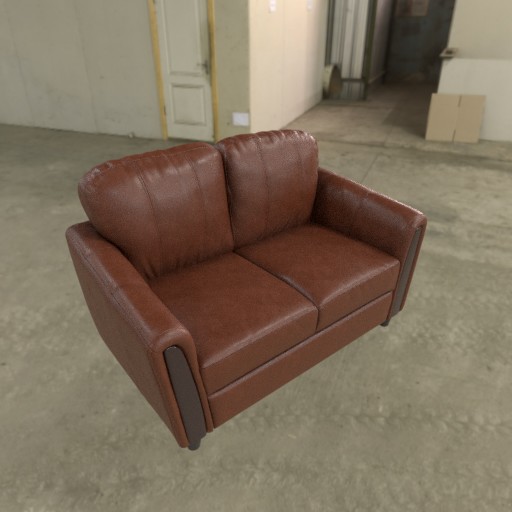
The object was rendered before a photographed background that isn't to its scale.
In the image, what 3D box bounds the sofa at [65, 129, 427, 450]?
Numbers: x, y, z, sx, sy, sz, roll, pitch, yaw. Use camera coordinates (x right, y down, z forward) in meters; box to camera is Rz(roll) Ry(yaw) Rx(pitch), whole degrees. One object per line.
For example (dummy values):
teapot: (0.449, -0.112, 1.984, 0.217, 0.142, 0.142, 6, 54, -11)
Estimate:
sofa: (0.000, 0.000, 1.961, 1.406, 0.906, 0.805, -22, 37, -33)
